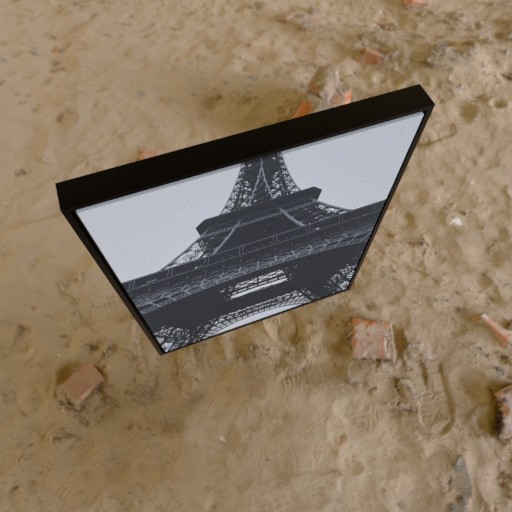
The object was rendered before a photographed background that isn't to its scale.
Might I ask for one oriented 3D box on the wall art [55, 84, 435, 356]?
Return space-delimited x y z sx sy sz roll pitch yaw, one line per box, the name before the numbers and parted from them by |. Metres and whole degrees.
wall art | 0.000 0.000 0.753 0.451 0.553 0.039 -18 63 -9
